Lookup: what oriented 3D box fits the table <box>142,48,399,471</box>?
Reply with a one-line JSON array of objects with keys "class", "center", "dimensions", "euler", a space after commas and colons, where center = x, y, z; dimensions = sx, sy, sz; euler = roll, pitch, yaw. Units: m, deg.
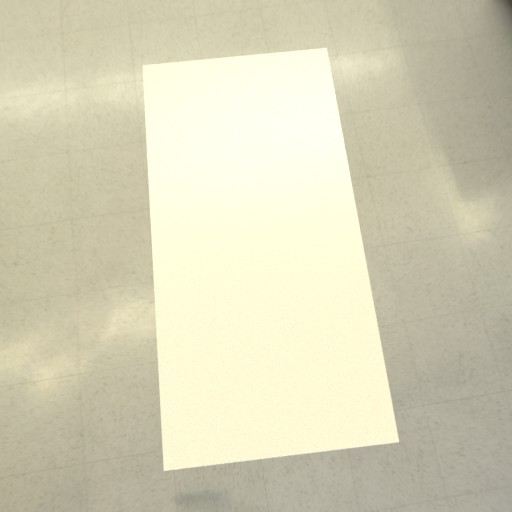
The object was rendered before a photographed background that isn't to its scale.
[{"class": "table", "center": [0.000, 0.000, 1.274], "dimensions": [0.500, 0.440, 1.000], "euler": [-6, 75, -2]}]
